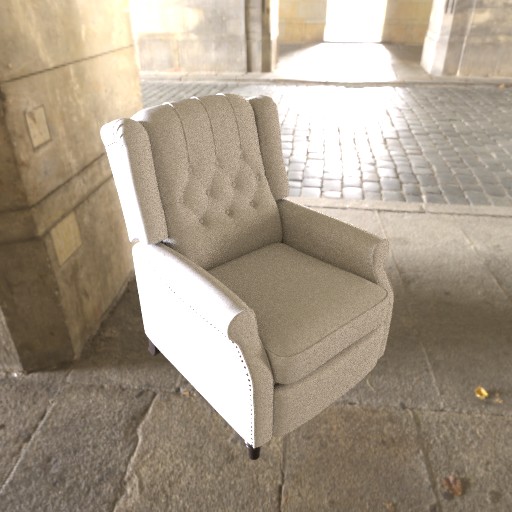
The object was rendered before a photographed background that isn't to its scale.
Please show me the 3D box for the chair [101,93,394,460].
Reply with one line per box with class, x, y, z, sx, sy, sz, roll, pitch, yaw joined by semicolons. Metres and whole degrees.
chair;0.000;0.000;1.648;0.742;1.035;0.902;-23;38;-34
